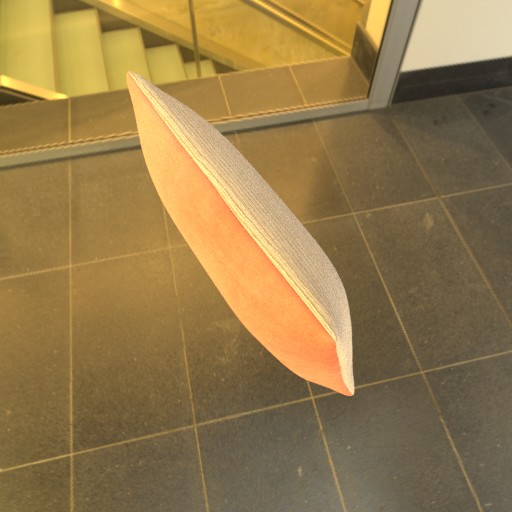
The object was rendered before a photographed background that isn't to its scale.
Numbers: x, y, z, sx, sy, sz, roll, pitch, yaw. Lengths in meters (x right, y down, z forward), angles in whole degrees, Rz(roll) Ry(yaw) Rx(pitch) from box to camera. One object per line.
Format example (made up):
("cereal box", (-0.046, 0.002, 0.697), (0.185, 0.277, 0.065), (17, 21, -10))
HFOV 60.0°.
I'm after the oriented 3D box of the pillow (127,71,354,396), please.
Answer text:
("pillow", (0.000, 0.000, 0.645), (0.177, 0.401, 0.424), (-28, 62, -17))
